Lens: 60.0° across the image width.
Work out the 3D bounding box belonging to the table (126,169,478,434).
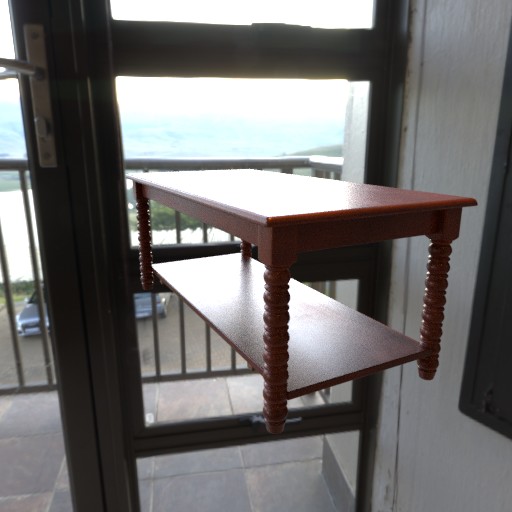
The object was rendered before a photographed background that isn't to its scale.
[{"bbox_3d":[0.000,0.000,1.478,0.580,0.485,1.171,-8,17,-27],"label":"table"}]
